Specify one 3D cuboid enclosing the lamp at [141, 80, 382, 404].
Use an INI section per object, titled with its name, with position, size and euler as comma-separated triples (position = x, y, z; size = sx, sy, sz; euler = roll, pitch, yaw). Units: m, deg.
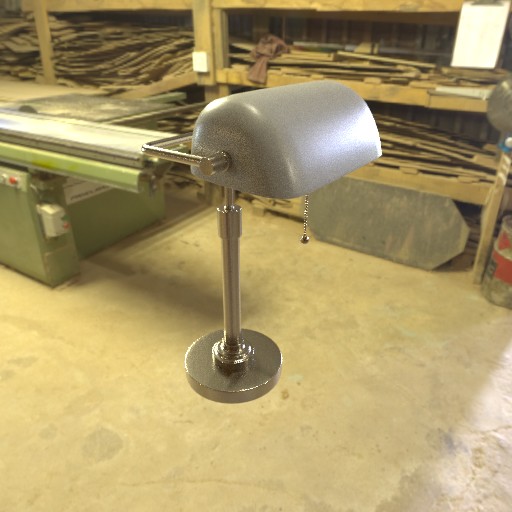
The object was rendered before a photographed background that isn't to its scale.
[lamp]
position = 0.000, 0.000, 0.554
size = 0.227, 0.404, 0.269
euler = 19, 32, 32
